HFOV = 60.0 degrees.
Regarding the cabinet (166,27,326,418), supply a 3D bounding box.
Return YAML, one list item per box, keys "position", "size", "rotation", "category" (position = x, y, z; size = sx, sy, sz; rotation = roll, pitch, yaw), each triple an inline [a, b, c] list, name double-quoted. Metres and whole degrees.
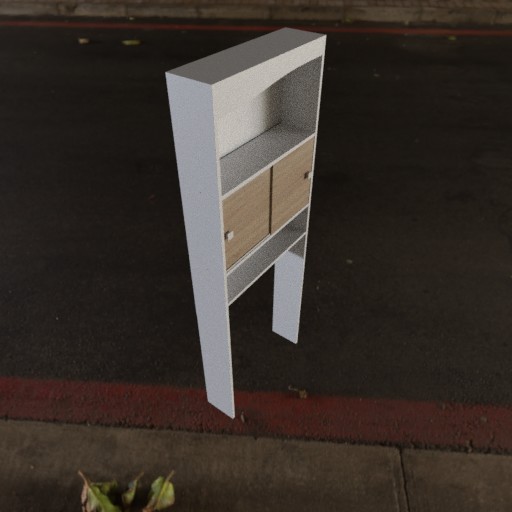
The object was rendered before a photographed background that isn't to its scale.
- position: [0.000, 0.000, 2.037]
  size: [0.192, 1.770, 0.643]
  rotation: [26, 47, 27]
  category: "cabinet"
